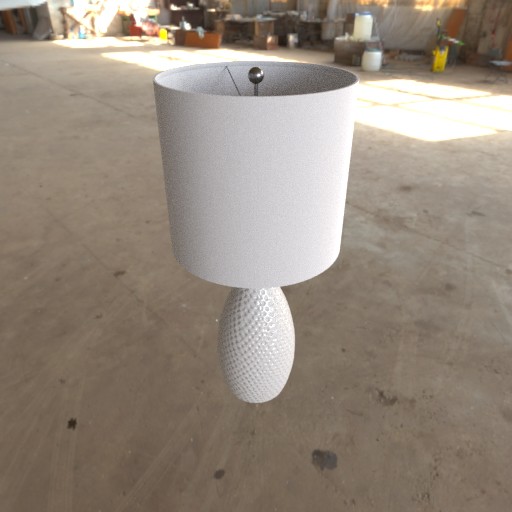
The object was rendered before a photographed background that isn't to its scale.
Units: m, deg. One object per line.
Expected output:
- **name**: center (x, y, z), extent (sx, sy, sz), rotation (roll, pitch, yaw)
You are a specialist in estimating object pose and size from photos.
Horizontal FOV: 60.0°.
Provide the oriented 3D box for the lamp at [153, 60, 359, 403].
- **lamp**: center (0.000, 0.000, 0.587), extent (0.214, 0.466, 0.214), rotation (-11, 33, -18)
